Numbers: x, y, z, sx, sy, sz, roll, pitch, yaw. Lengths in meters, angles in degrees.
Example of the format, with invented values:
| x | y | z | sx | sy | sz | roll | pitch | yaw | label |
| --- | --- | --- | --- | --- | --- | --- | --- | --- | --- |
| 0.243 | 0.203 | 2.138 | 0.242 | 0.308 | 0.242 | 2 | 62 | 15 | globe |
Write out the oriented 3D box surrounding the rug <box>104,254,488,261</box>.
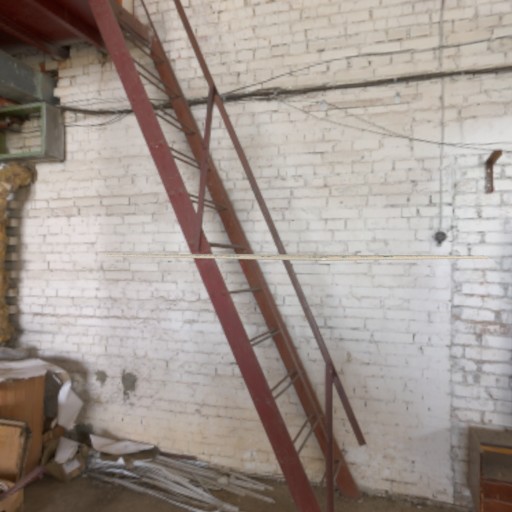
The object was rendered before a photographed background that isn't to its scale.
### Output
| x | y | z | sx | sy | sz | roll | pitch | yaw | label |
| --- | --- | --- | --- | --- | --- | --- | --- | --- | --- |
| 0.000 | 0.000 | 1.461 | 0.605 | 0.007 | 1.220 | 0 | 1 | -37 | rug |
